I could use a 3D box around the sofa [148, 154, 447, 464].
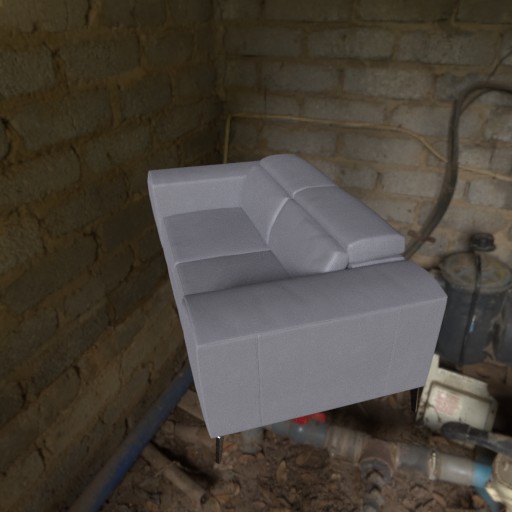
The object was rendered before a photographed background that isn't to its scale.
[{"bbox_3d":[0.000,0.000,2.460,1.003,0.779,1.895,-8,30,-15],"label":"sofa"}]
